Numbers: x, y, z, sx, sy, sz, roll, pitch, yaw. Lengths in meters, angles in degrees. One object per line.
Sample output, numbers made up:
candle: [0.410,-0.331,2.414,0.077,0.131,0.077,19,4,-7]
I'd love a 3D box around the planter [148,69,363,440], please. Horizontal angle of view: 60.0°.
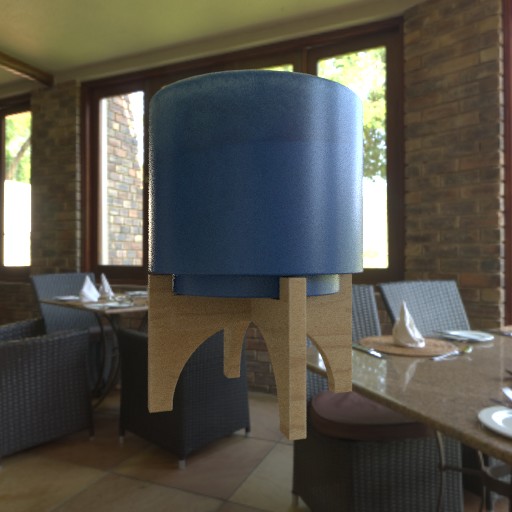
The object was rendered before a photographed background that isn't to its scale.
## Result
planter: [0.000,0.000,0.408,0.192,0.263,0.192,0,0,0]
